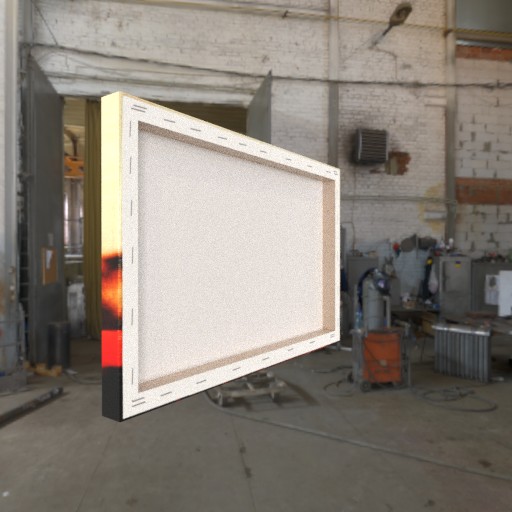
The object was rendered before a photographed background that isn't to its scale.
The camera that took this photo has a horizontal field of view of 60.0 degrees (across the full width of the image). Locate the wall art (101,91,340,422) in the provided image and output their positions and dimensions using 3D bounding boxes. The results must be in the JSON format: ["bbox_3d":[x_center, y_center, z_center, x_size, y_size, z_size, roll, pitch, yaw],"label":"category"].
[{"bbox_3d":[0.000,0.000,0.796,0.040,0.402,0.613,0,0,36],"label":"wall art"}]
